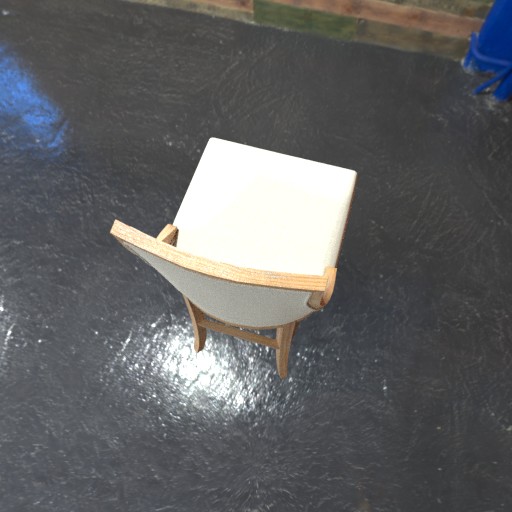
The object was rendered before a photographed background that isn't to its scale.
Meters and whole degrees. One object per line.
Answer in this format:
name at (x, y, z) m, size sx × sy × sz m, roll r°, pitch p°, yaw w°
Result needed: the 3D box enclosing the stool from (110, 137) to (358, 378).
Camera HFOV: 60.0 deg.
stool at (0.000, 0.000, 1.457) m, size 0.524 × 1.101 × 0.626 m, roll 15°, pitch 65°, yaw 7°
